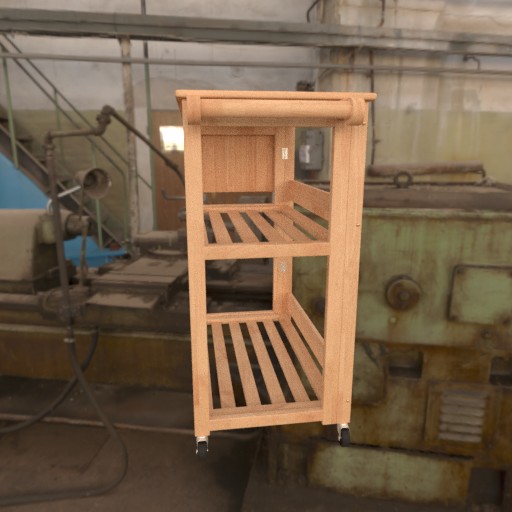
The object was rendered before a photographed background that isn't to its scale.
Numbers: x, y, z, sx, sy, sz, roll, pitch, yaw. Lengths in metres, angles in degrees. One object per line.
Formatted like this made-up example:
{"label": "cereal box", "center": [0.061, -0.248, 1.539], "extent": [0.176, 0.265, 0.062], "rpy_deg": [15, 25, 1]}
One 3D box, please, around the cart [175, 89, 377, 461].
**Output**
{"label": "cart", "center": [0.000, 0.000, 1.358], "extent": [0.432, 0.879, 0.853], "rpy_deg": [-2, 14, -8]}
